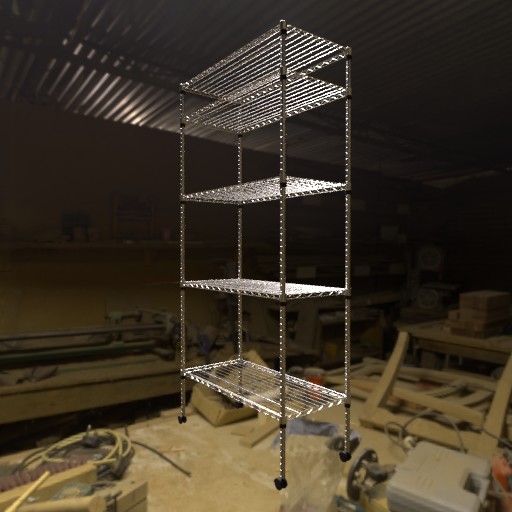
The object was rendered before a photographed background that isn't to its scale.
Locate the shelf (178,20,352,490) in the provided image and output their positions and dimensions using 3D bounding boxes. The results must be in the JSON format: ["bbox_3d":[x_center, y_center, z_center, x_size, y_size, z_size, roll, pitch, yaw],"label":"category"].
[{"bbox_3d":[0.000,0.000,1.893,0.356,1.587,0.762,-1,1,-37],"label":"shelf"}]
